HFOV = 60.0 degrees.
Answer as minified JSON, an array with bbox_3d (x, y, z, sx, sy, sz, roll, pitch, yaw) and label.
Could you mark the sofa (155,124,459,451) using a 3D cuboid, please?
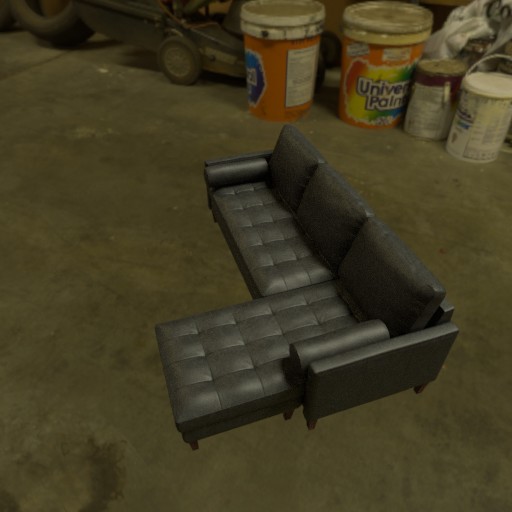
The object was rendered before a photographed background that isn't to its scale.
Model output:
[{"bbox_3d":[0.000,0.000,2.985,1.497,0.876,2.178,-13,43,-14],"label":"sofa"}]
